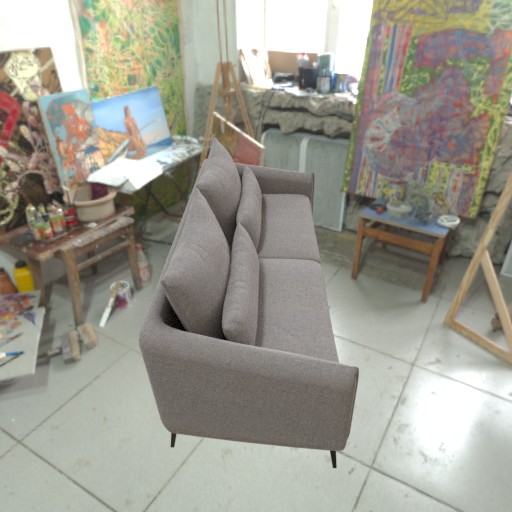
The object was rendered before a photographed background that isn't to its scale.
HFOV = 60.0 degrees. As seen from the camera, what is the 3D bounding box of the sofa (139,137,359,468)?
[{"bbox_3d":[0.000,0.000,2.475,0.809,0.833,2.022,1,32,1],"label":"sofa"}]
